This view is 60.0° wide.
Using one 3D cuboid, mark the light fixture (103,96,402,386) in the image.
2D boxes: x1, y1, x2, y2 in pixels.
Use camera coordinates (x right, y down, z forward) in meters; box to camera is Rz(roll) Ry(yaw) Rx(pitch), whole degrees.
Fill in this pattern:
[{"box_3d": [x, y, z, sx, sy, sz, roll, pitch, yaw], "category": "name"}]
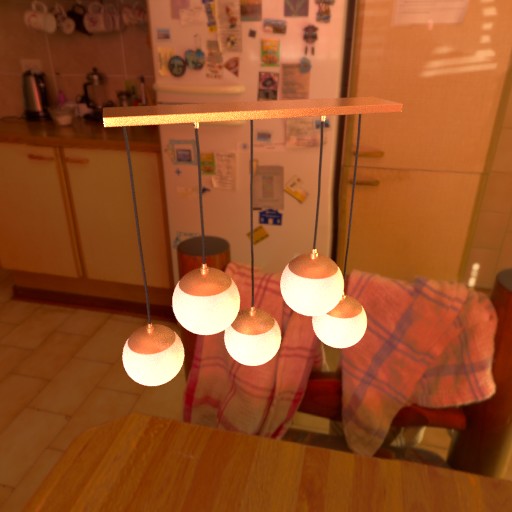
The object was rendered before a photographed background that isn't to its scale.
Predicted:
[{"box_3d": [0.000, 0.000, 1.341, 0.863, 0.869, 0.299, -8, 28, -15], "category": "light fixture"}]
